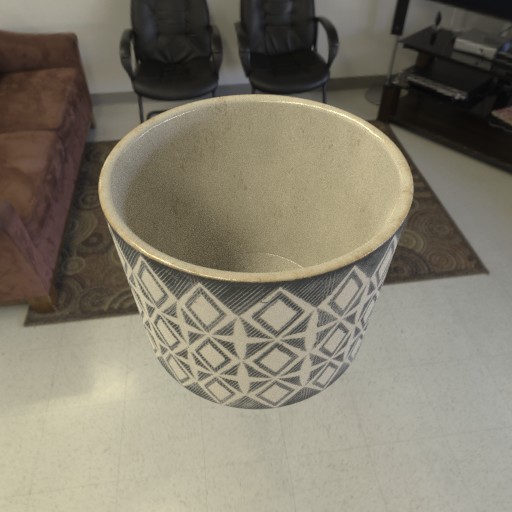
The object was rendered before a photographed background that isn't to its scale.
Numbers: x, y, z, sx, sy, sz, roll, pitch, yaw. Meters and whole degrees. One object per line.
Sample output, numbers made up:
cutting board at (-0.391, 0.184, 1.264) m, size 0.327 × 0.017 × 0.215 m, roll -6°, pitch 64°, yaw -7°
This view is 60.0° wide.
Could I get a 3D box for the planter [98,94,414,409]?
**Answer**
planter at (0.000, 0.000, 0.337) m, size 0.192 × 0.165 × 0.192 m, roll 0°, pitch 46°, yaw 0°
